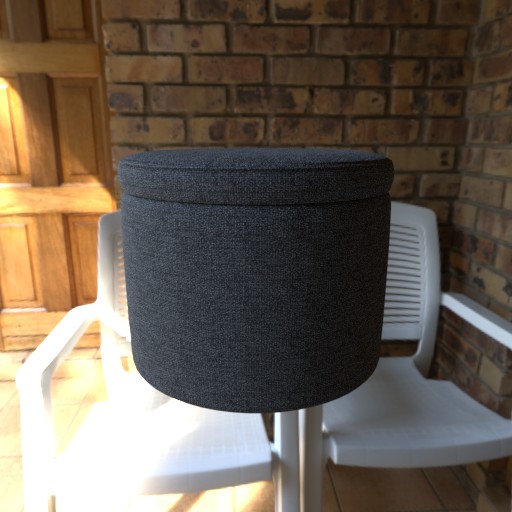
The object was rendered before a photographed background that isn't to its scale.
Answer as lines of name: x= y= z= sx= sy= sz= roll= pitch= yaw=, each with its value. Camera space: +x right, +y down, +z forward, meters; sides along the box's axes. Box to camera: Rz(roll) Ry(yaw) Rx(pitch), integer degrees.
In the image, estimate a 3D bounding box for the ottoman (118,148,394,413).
ottoman: x=0.000 y=0.000 z=0.910 sx=0.520 sy=0.430 sz=0.520 roll=0 pitch=15 yaw=0
